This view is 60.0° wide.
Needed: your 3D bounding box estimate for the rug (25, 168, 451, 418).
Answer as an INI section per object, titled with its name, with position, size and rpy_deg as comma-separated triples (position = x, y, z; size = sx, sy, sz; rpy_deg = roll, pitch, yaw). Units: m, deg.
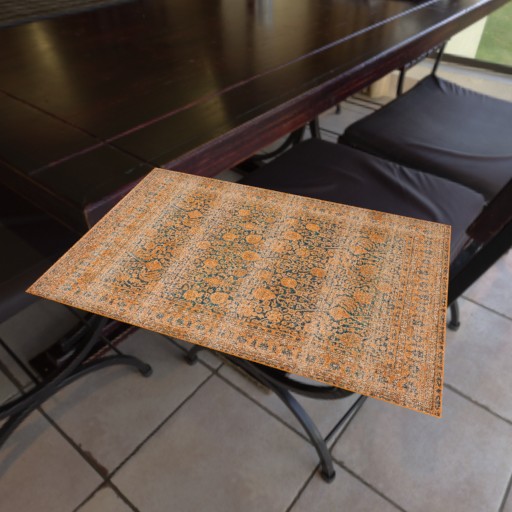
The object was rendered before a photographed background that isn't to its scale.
[rug]
position = 0.000, 0.000, 2.848
size = 2.336, 0.007, 1.525
rpy_deg = 13, 43, 15
